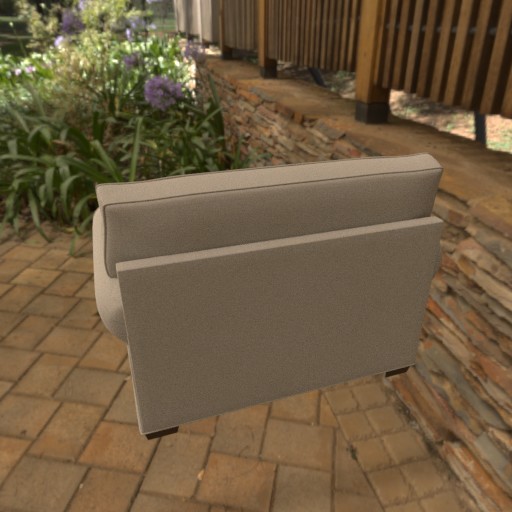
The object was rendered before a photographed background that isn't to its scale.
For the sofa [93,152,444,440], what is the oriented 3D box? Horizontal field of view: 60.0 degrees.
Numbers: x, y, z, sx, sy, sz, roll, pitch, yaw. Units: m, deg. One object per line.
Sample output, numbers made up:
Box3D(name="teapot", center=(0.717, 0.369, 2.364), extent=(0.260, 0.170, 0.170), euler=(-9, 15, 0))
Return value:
Box3D(name="sofa", center=(0.000, 0.000, 2.059), extent=(1.405, 1.006, 0.937), euler=(-9, 28, -17))
